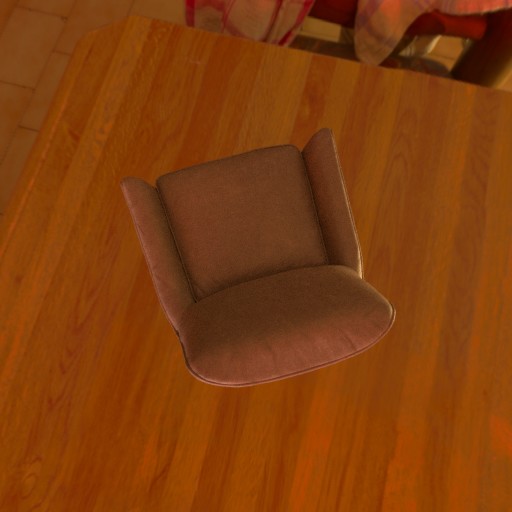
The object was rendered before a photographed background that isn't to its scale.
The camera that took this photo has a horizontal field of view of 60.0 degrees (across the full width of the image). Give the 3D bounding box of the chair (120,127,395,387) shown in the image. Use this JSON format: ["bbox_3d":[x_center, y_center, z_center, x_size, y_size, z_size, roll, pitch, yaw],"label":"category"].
[{"bbox_3d":[0.000,0.000,1.530,0.787,0.888,0.824,-15,75,-4],"label":"chair"}]
